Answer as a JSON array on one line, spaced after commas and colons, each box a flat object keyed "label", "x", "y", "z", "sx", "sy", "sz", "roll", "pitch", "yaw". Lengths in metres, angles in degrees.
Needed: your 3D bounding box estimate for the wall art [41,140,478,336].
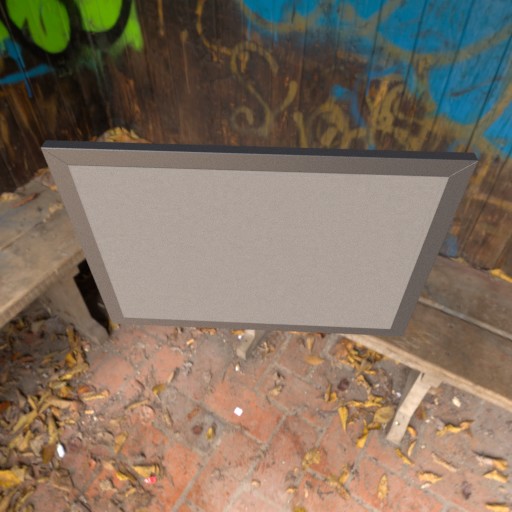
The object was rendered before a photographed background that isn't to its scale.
[{"label": "wall art", "x": 0.000, "y": 0.000, "z": 0.553, "sx": 0.432, "sy": 0.306, "sz": 0.016, "roll": 2, "pitch": 46, "yaw": 2}]
